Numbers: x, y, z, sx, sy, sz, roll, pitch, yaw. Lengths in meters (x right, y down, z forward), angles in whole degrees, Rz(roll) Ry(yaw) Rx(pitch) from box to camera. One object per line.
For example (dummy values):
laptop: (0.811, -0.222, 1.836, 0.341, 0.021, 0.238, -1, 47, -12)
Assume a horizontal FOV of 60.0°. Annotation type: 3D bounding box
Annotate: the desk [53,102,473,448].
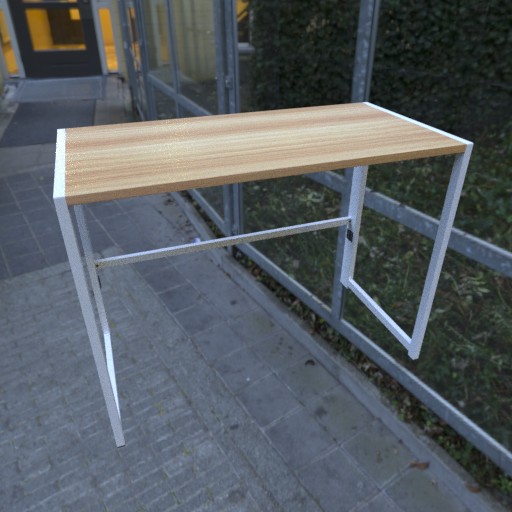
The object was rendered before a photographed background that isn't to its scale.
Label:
desk: (0.000, 0.000, 1.397, 1.016, 0.762, 0.508, -11, 33, -17)
